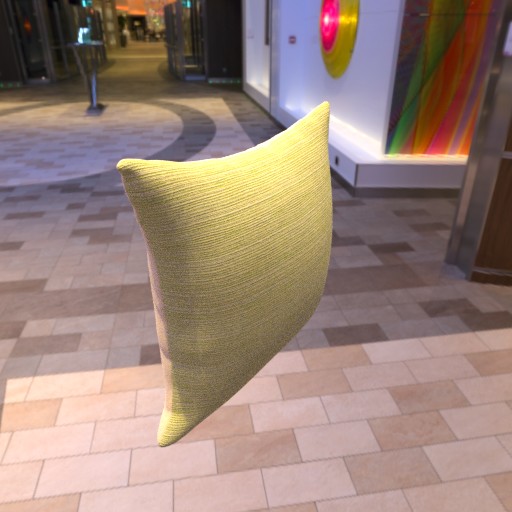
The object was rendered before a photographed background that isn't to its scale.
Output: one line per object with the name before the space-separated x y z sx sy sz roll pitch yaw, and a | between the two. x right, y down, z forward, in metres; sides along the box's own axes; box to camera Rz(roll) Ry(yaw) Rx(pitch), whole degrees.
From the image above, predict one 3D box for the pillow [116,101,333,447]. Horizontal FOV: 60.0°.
pillow | 0.000 0.000 0.820 0.229 0.487 0.560 18 32 30
